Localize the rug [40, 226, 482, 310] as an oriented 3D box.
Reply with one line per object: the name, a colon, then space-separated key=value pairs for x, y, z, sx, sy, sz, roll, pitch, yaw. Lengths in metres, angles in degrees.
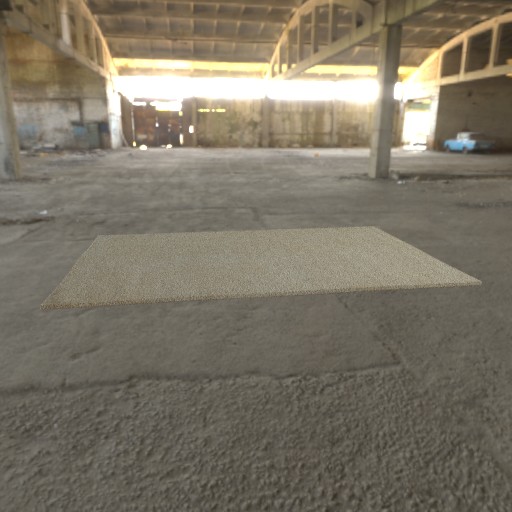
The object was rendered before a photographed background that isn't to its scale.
rug: x=0.000 y=0.000 z=3.034 sx=2.346 sy=0.025 sz=1.500 roll=-2 pitch=16 yaw=-8
